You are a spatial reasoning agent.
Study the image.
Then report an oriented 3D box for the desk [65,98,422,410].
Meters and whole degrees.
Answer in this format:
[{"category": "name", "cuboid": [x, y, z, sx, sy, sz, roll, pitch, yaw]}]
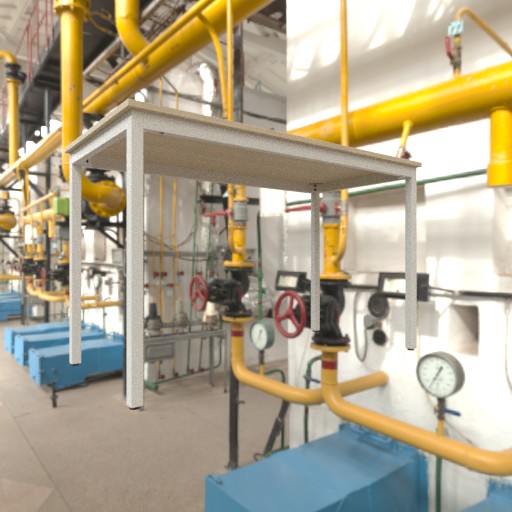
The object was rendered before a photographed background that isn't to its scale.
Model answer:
[{"category": "desk", "cuboid": [0.000, 0.000, 1.646, 1.200, 0.750, 0.600, 0, 0, -37]}]
